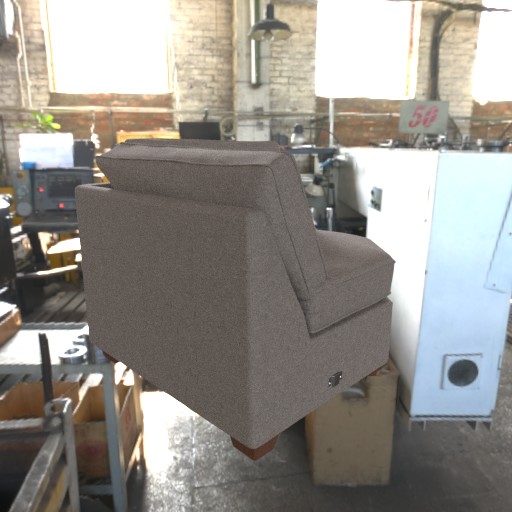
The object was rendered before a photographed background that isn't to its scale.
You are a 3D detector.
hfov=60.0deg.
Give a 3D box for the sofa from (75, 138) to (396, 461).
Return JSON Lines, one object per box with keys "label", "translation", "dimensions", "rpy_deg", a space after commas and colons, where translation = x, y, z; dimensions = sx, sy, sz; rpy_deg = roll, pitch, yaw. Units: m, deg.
{"label": "sofa", "translation": [0.000, 0.000, 1.846], "dimensions": [1.042, 0.951, 1.050], "rpy_deg": [-13, 19, -43]}
